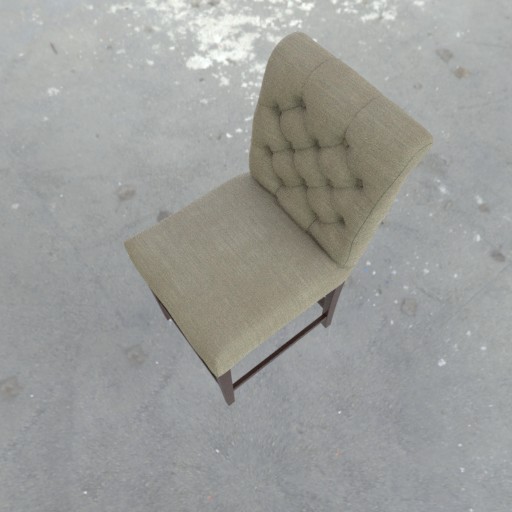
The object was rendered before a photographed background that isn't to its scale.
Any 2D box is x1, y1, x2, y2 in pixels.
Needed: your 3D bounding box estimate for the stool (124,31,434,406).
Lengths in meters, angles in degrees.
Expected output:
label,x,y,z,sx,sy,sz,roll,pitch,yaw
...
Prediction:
label,x,y,z,sx,sy,sz,roll,pitch,yaw
stool,0.000,0.000,1.416,0.660,1.084,0.486,-34,68,-16
